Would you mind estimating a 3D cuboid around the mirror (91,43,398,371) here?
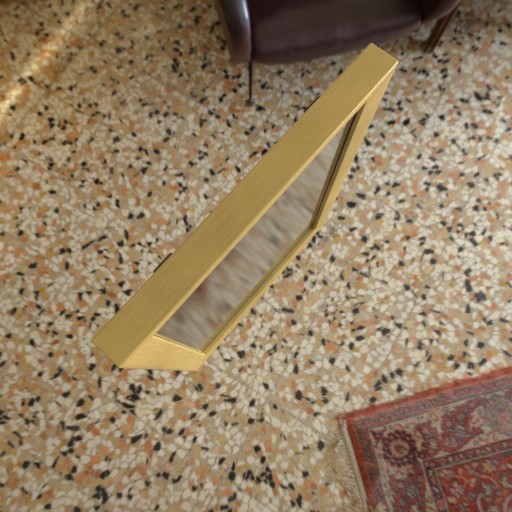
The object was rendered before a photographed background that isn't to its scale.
[{"bbox_3d":[0.000,0.000,0.666,0.041,0.508,0.405,40,79,10],"label":"mirror"}]
